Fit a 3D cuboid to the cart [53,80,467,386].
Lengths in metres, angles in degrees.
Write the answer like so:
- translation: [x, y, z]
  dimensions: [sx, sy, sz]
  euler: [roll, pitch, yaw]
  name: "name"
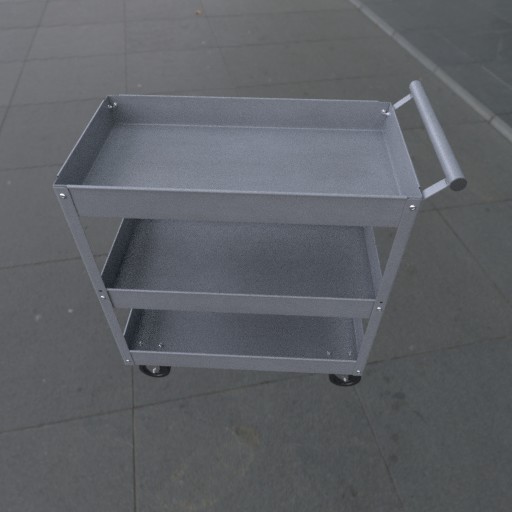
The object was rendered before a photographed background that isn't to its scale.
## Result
- translation: [0.000, 0.000, 1.145]
  dimensions: [0.719, 0.780, 0.366]
  euler: [2, 46, 2]
  name: "cart"
